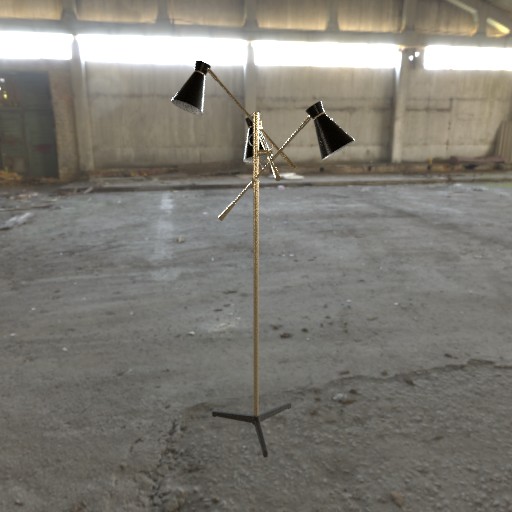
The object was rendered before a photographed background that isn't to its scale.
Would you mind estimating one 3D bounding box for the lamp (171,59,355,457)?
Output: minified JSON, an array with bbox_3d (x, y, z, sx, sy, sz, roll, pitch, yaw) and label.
[{"bbox_3d":[0.000,0.000,2.180,0.750,1.804,0.653,-3,15,-10],"label":"lamp"}]
